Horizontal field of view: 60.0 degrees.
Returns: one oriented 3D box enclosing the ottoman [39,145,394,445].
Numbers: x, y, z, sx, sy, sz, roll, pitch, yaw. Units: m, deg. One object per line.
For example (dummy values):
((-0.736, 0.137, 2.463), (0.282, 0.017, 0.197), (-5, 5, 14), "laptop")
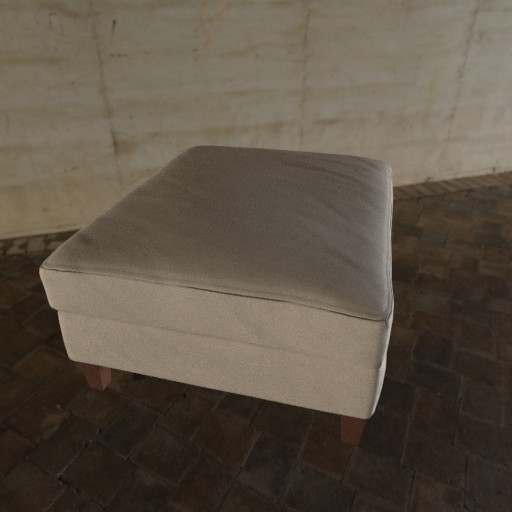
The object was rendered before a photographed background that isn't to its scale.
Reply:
((0.000, 0.000, 1.457), (0.836, 0.492, 1.002), (7, 31, 12), "ottoman")
